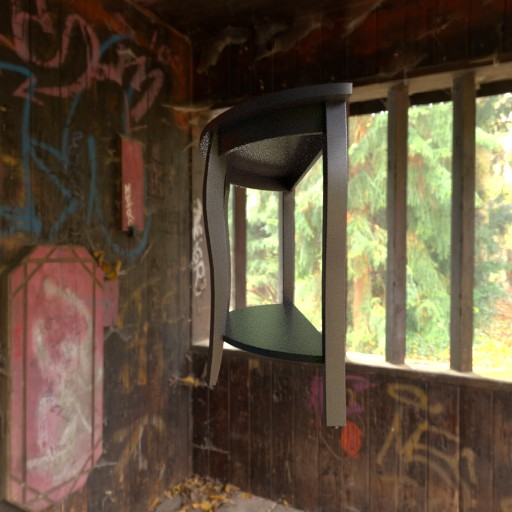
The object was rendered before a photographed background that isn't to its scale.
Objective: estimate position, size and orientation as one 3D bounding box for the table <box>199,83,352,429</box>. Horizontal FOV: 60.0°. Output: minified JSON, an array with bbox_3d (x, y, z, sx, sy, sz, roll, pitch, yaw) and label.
[{"bbox_3d":[0.000,0.000,1.588,0.394,0.780,1.219,0,1,-1],"label":"table"}]
